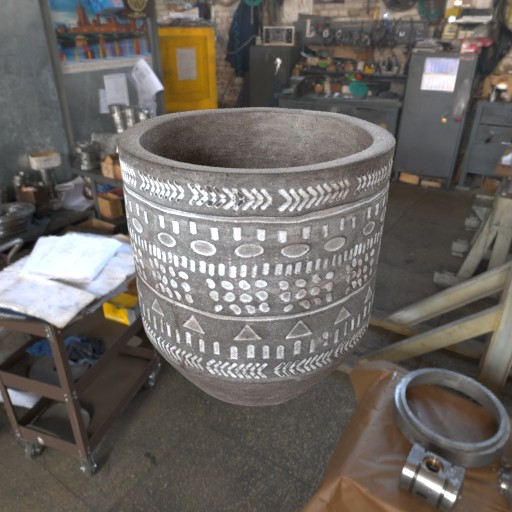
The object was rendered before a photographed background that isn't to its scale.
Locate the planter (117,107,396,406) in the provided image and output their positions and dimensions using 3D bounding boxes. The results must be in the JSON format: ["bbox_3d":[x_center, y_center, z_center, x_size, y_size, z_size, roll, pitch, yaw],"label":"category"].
[{"bbox_3d":[0.000,0.000,0.229,0.122,0.128,0.122,0,28,0],"label":"planter"}]
